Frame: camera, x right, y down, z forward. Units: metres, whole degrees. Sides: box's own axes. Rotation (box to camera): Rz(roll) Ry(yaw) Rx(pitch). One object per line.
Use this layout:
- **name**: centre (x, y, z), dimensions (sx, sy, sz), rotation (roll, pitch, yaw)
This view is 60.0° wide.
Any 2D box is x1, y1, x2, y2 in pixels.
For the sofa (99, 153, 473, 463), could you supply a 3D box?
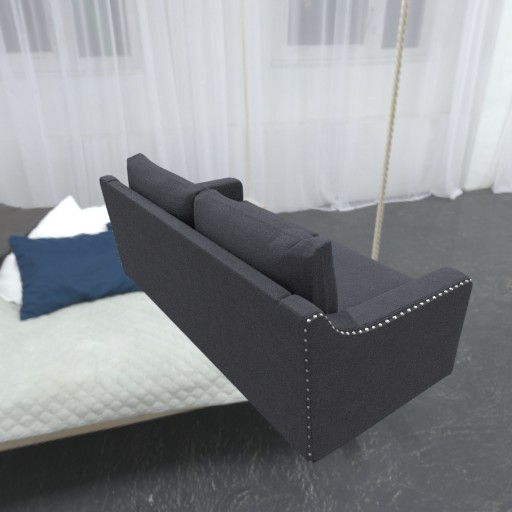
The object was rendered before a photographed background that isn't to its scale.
- **sofa**: centre (0.000, 0.000, 3.194), dimensions (1.336, 1.196, 2.550), rotation (-17, 31, -32)
